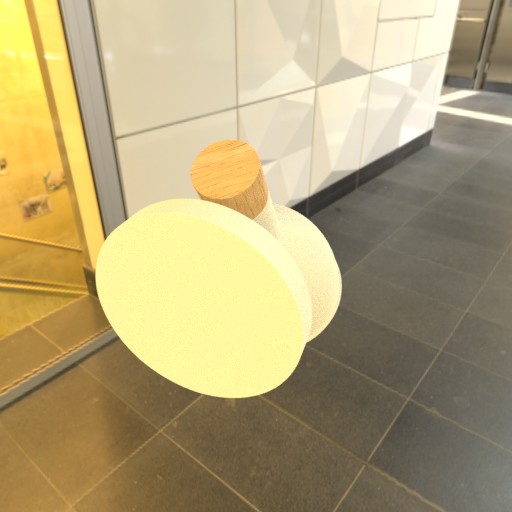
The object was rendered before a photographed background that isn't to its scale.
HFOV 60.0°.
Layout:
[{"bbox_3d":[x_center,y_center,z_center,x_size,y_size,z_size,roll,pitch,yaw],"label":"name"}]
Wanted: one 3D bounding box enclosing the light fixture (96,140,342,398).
[{"bbox_3d":[0.000,0.000,0.341,0.127,0.199,0.209,10,32,17],"label":"light fixture"}]
